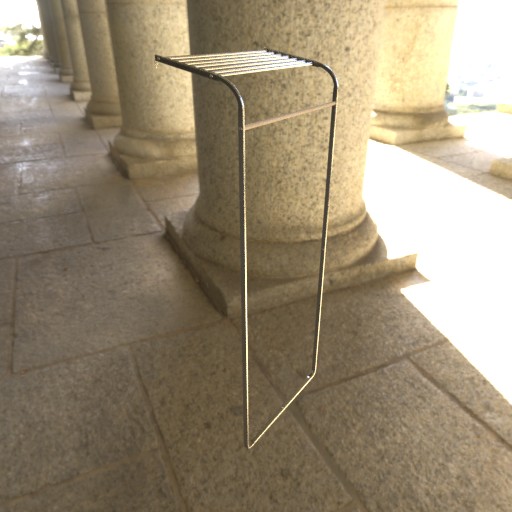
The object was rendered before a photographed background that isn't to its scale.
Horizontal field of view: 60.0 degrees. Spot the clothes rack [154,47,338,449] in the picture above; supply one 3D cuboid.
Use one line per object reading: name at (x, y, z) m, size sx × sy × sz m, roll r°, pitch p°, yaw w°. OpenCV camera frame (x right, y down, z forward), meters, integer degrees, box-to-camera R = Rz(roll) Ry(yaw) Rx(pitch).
clothes rack at (0.000, 0.000, 1.878) m, size 0.349 × 1.574 × 0.609 m, roll 19°, pitch 33°, yaw 31°
